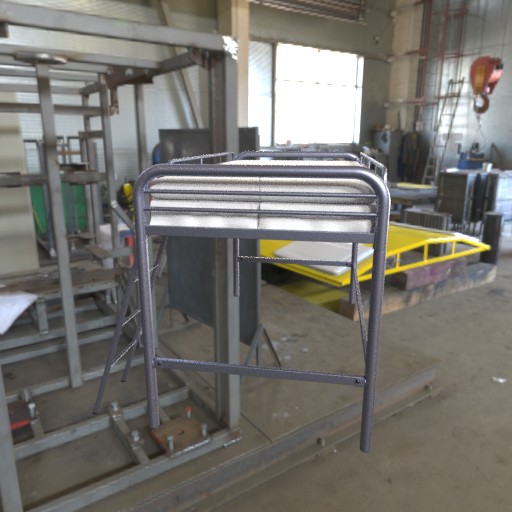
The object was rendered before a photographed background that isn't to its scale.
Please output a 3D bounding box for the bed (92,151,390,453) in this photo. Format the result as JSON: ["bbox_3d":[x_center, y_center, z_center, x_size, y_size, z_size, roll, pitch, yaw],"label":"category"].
[{"bbox_3d":[0.000,0.000,2.910,1.415,1.288,1.965,3,15,10],"label":"bed"}]
